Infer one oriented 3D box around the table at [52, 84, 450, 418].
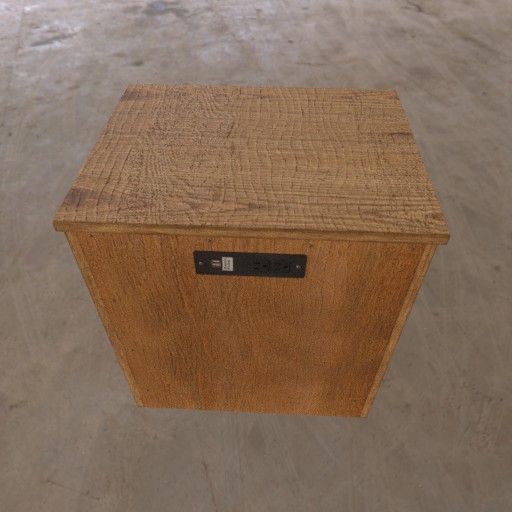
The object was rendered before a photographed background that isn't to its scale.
[{"bbox_3d":[0.000,0.000,1.057,0.601,0.625,0.494,2,46,2],"label":"table"}]
